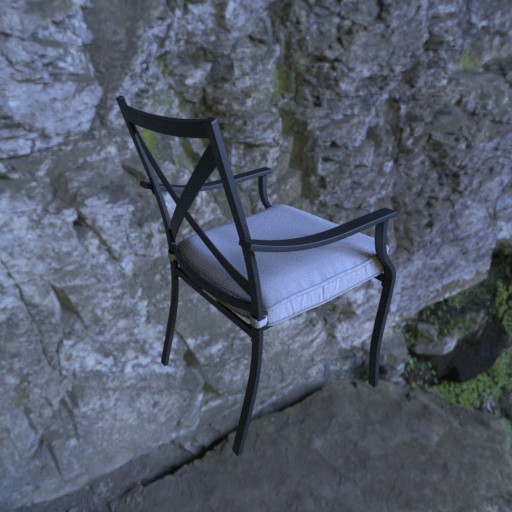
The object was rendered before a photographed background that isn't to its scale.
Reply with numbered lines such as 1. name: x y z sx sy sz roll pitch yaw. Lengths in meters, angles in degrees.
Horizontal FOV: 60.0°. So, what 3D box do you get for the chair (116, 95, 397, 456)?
1. chair: 0.000 0.000 1.311 0.620 0.889 0.575 -17 31 -32
